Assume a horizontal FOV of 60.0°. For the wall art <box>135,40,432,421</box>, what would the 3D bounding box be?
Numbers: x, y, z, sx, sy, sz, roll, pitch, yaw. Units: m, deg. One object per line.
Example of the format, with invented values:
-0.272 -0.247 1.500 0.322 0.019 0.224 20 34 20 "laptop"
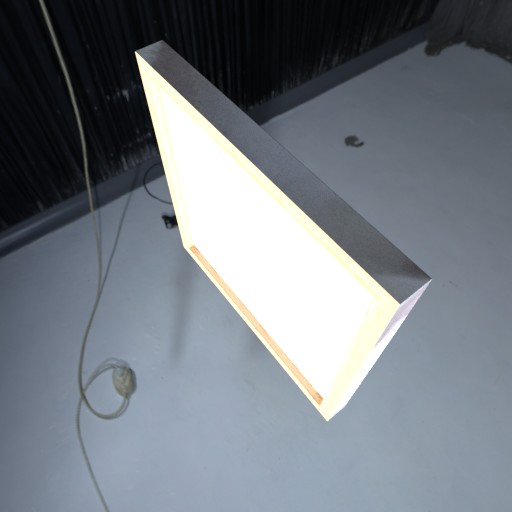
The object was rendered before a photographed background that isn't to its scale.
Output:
0.000 0.000 0.448 0.028 0.303 0.303 -33 63 -19 "wall art"
